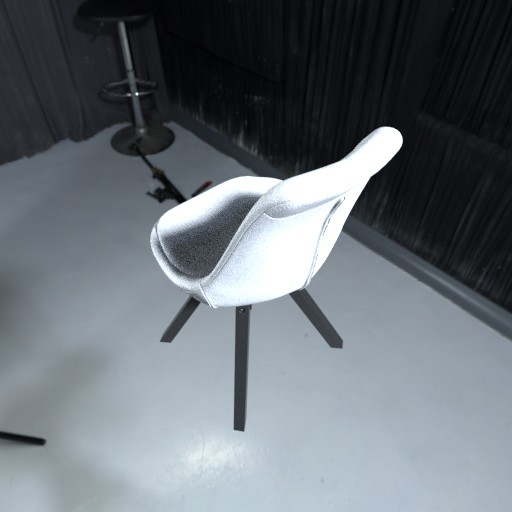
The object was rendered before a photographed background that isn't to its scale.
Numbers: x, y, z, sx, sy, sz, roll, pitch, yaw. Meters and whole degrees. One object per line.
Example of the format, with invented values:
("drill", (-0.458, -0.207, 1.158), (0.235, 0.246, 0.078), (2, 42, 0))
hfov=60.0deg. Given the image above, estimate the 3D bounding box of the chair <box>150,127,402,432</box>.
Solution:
("chair", (0.000, 0.000, 1.172), (0.485, 0.850, 0.550), (-32, 54, -28))
